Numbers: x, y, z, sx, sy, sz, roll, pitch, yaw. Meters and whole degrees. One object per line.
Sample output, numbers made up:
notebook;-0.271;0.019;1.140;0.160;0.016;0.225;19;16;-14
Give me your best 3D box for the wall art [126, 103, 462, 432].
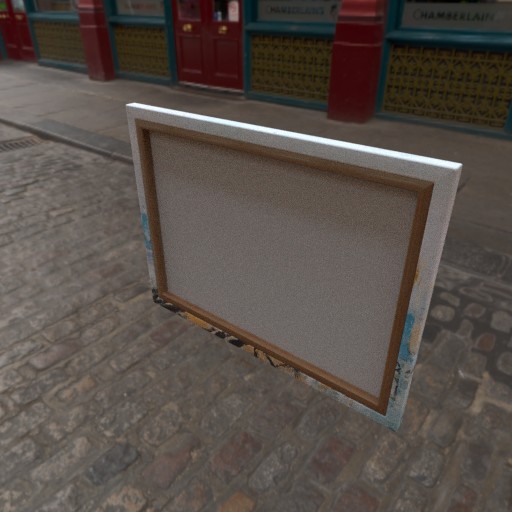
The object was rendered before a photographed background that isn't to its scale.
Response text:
wall art;0.000;0.000;1.328;1.016;0.762;0.038;21;36;32
